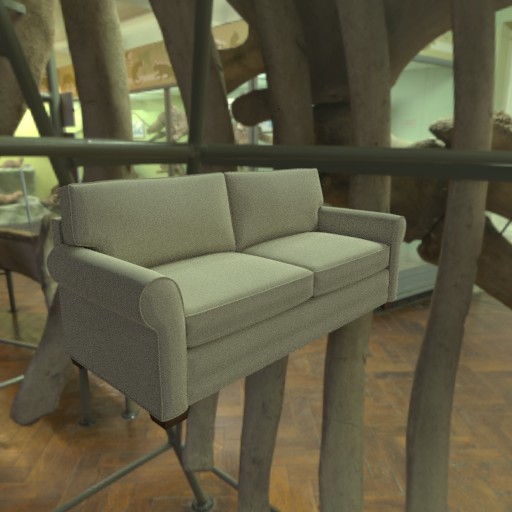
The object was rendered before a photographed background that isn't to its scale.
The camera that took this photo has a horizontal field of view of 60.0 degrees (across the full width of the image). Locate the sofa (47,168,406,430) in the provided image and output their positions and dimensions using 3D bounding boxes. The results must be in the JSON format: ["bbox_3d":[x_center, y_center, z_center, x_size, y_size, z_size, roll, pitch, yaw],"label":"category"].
[{"bbox_3d":[0.000,0.000,2.642,0.901,0.962,2.146,13,19,42],"label":"sofa"}]
